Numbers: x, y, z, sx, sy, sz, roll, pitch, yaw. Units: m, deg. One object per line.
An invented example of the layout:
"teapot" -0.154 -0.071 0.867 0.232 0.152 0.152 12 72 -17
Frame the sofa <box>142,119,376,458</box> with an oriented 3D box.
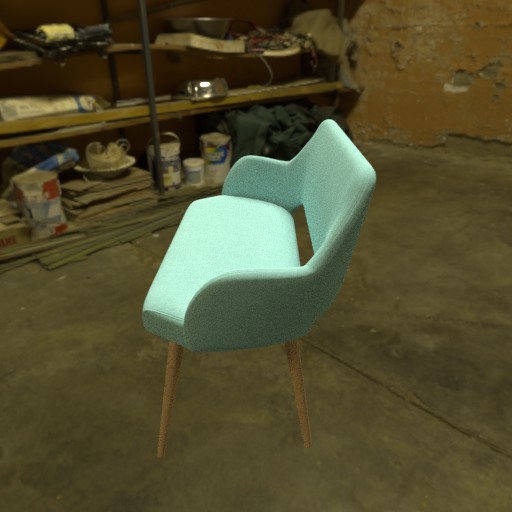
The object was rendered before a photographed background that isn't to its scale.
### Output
"sofa" 0.000 0.000 1.591 0.610 0.840 1.150 1 26 1
